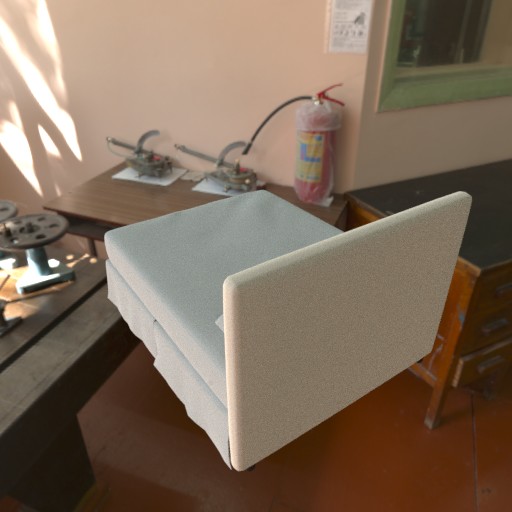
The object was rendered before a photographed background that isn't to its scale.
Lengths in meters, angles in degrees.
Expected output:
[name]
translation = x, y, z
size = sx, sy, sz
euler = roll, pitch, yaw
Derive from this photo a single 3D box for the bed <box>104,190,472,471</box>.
[bed]
translation = 0.000, 0.000, 3.268
size = 1.748, 1.330, 2.142
euler = -20, 36, -29
